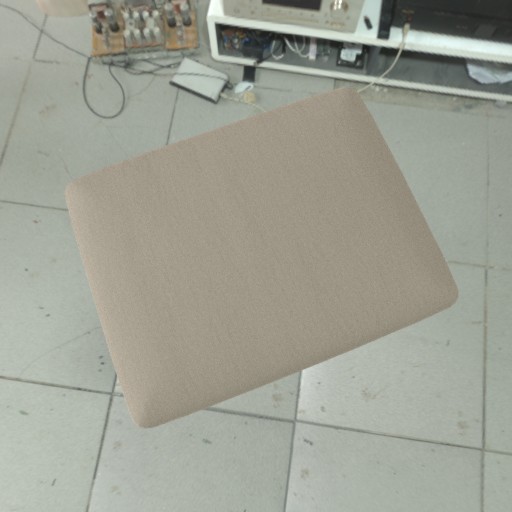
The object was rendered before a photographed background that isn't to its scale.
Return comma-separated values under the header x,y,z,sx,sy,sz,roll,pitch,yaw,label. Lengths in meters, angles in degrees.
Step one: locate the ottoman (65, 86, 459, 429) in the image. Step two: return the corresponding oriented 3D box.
x,y,z,sx,sy,sz,roll,pitch,yaw,label
0.000,0.000,1.146,0.771,0.420,0.606,-21,76,-5,ottoman
